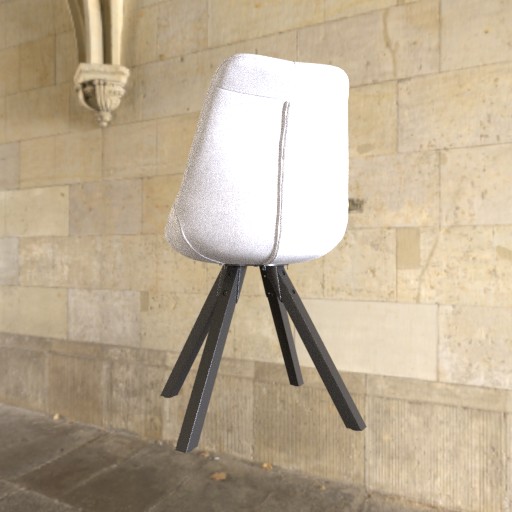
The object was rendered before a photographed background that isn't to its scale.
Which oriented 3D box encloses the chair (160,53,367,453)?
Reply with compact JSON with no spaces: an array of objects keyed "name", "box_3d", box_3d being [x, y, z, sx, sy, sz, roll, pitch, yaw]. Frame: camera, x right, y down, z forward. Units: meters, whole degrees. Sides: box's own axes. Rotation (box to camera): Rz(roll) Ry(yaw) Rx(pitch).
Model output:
[{"name":"chair","box_3d":[0.000,0.000,1.198,0.485,0.850,0.550,0,0,-17]}]
